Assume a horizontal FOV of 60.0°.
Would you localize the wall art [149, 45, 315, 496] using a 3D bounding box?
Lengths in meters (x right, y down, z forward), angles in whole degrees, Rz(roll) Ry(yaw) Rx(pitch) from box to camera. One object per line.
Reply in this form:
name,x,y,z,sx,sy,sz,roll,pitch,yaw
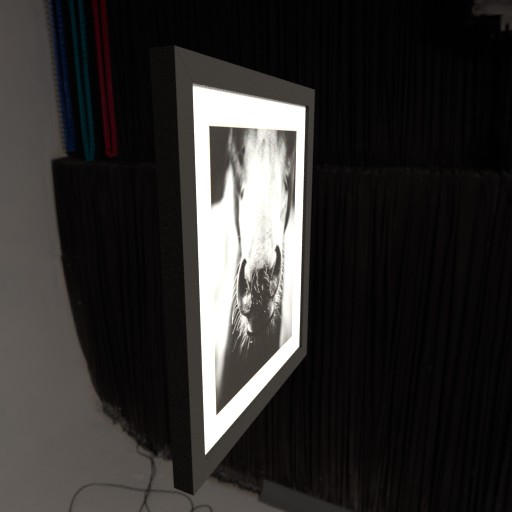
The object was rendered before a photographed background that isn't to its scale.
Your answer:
wall art,0.000,0.000,0.530,0.024,0.404,0.329,7,16,25
